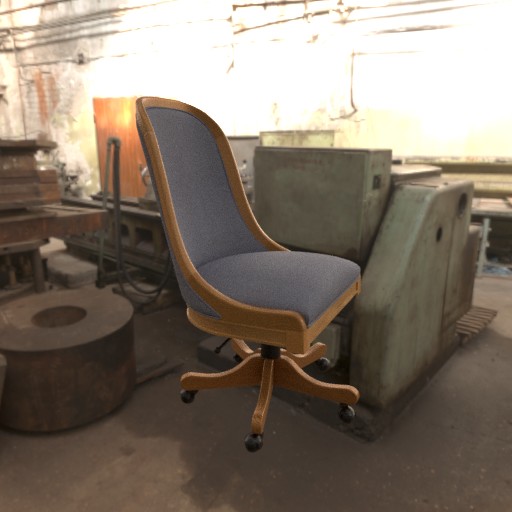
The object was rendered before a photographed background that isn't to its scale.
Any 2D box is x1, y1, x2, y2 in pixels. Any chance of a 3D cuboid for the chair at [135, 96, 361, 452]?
[{"bbox_3d":[0.000,0.000,1.478,0.735,1.031,0.605,7,16,26],"label":"chair"}]
